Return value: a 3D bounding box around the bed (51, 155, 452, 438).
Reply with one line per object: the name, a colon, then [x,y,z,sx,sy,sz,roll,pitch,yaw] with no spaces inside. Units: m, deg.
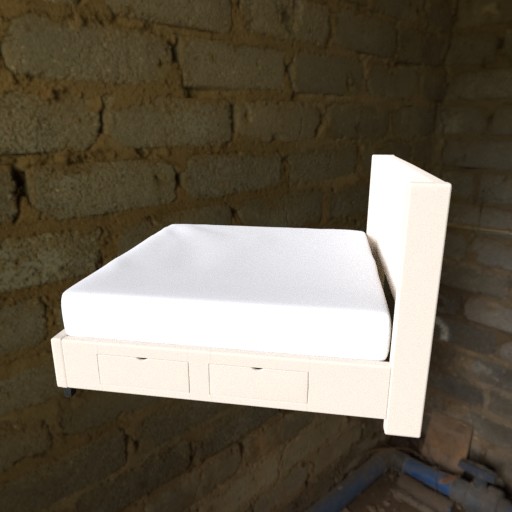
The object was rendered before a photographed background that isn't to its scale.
bed: [0.000,0.000,3.536,2.293,1.471,2.145,3,17,9]
